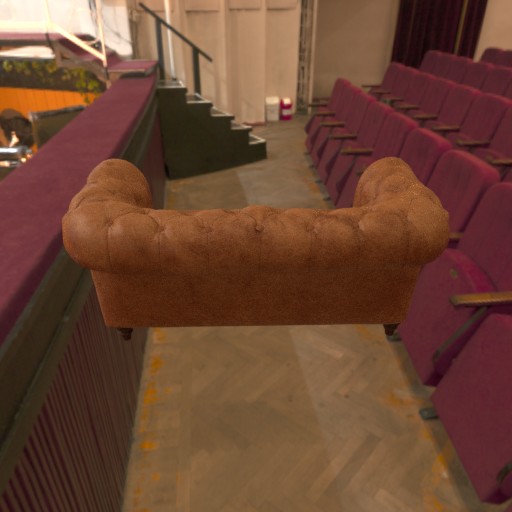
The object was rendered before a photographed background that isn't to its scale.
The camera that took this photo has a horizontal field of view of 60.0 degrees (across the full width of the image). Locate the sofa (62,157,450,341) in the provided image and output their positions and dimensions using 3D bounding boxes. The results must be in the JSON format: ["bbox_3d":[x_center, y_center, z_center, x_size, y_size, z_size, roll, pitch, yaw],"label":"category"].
[{"bbox_3d":[0.000,0.000,2.521,1.979,0.877,1.042,-1,29,-1],"label":"sofa"}]
